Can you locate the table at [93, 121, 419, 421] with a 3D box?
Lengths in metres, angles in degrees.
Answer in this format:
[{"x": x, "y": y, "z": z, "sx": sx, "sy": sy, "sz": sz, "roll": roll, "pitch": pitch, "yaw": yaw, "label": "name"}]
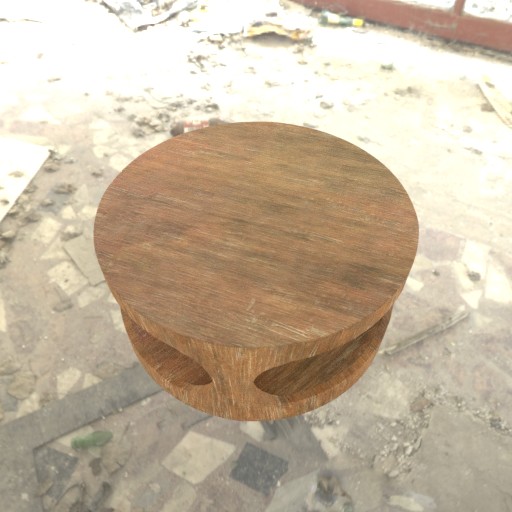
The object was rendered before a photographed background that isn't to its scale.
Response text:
[{"x": 0.000, "y": 0.000, "z": 1.532, "sx": 0.974, "sy": 0.450, "sz": 0.974, "roll": 0, "pitch": 48, "yaw": 0, "label": "table"}]
